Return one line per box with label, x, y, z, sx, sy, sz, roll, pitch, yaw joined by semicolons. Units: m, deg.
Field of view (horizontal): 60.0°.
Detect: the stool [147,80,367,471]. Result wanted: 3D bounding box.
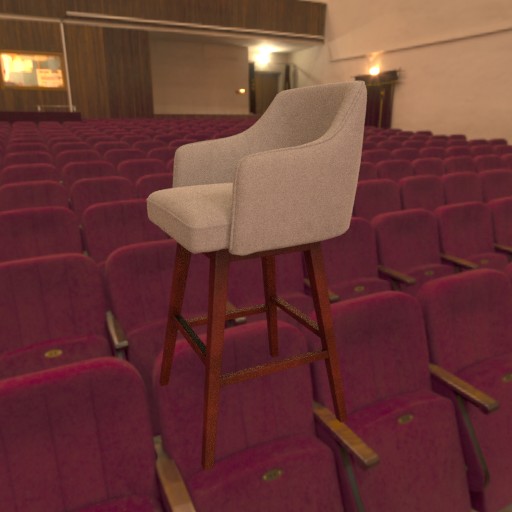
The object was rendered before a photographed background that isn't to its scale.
stool;0.000;0.000;1.365;0.558;1.012;0.548;-8;19;-25
